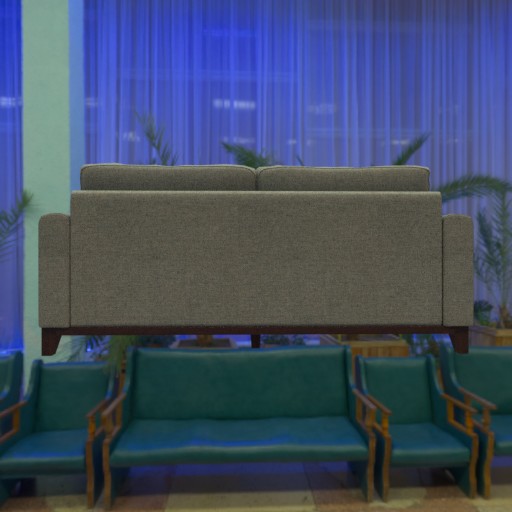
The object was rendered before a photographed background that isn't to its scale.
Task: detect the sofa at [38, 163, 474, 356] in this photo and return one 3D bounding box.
[{"bbox_3d":[0.000,0.000,2.470,1.978,0.892,0.969,0,0,-1],"label":"sofa"}]
